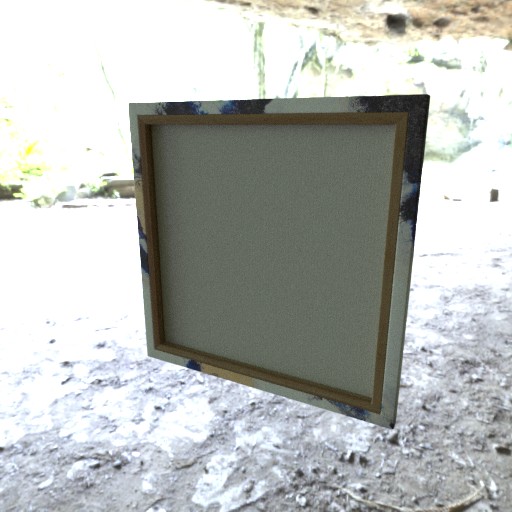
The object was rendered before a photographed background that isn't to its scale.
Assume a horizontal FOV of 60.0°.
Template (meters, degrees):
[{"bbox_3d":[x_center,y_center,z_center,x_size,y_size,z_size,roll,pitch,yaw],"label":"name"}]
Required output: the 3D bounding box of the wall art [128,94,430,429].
[{"bbox_3d":[0.000,0.000,1.326,0.887,0.885,0.038,9,19,26],"label":"wall art"}]
